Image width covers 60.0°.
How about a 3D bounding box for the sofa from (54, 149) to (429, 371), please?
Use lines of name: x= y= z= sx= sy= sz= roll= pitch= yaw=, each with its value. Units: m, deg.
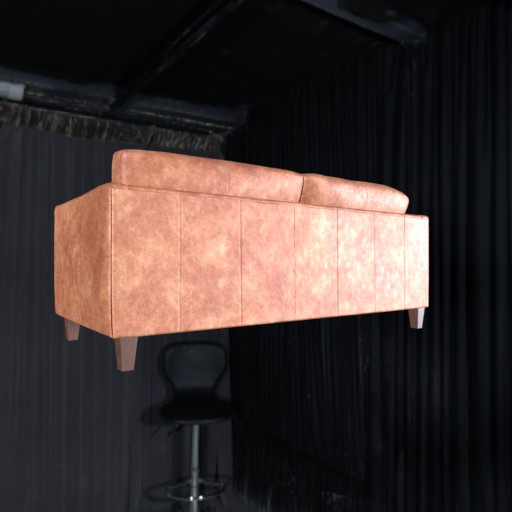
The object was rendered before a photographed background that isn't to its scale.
sofa: x=0.000 y=0.000 z=2.497 sx=1.971 sy=0.863 sz=0.923 roll=1 pitch=-1 yaw=-36
